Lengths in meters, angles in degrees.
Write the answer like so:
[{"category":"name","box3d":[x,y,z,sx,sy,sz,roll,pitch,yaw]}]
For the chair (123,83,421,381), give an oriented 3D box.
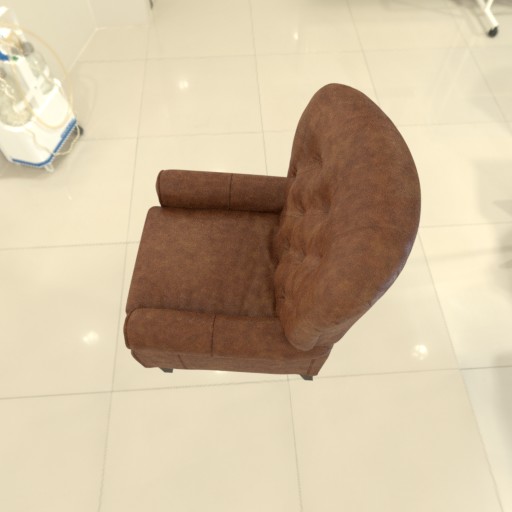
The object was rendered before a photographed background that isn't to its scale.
[{"category":"chair","box3d":[0.000,0.000,1.868,1.059,1.164,0.951,3,59,2]}]
